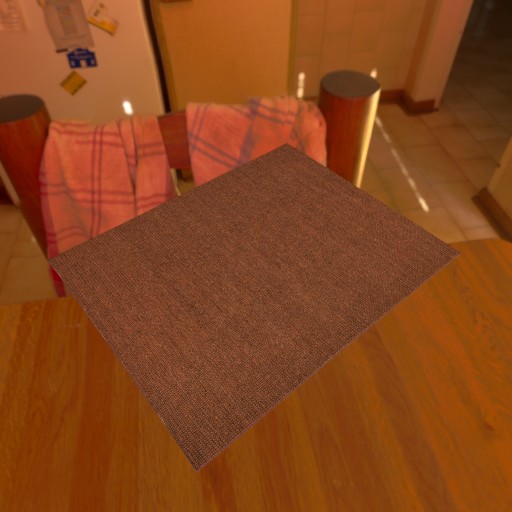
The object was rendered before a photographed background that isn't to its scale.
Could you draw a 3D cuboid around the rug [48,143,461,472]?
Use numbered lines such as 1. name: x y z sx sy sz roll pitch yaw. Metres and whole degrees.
1. rug: 0.000 0.000 4.196 3.068 0.021 2.456 -32 55 -26
